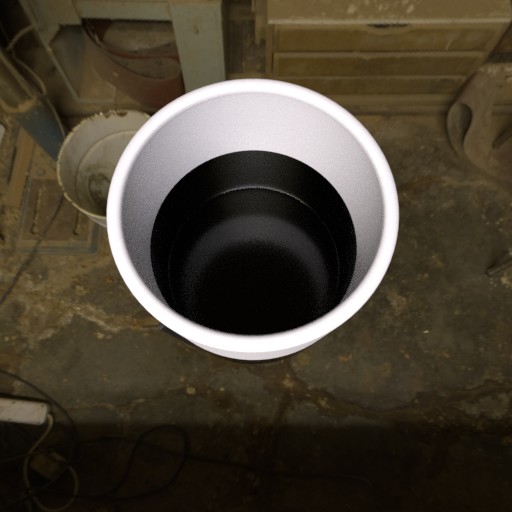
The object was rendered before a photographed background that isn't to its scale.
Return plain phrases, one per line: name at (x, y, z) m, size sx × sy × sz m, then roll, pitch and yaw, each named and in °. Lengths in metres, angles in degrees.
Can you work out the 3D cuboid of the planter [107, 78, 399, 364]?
planter at (0.000, 0.000, 0.659) m, size 0.310 × 0.432 × 0.310 m, roll 2°, pitch 74°, yaw 0°
